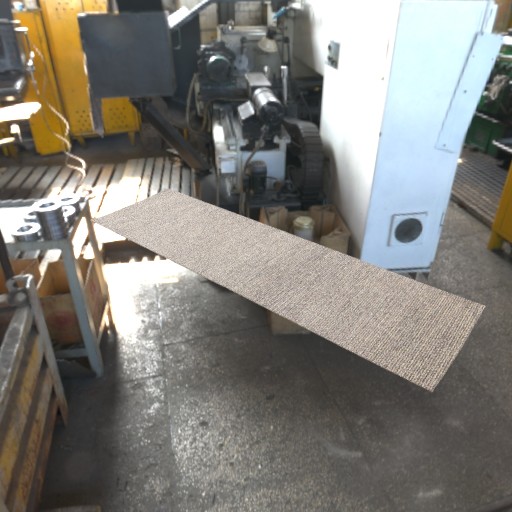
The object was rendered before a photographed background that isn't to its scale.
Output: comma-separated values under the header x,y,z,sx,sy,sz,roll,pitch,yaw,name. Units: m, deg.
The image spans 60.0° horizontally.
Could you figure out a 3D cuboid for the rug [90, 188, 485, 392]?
x,y,z,sx,sy,sz,roll,pitch,yaw,name
0.000,0.000,2.561,2.335,0.013,0.697,23,38,33,rug
